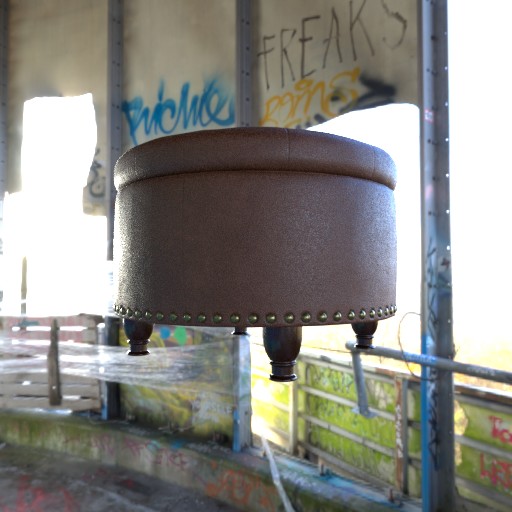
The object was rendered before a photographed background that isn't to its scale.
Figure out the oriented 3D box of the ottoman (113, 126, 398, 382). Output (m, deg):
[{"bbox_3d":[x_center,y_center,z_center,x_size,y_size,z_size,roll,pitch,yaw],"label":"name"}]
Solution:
[{"bbox_3d":[0.000,0.000,1.040,0.637,0.442,0.637,0,-2,0],"label":"ottoman"}]
